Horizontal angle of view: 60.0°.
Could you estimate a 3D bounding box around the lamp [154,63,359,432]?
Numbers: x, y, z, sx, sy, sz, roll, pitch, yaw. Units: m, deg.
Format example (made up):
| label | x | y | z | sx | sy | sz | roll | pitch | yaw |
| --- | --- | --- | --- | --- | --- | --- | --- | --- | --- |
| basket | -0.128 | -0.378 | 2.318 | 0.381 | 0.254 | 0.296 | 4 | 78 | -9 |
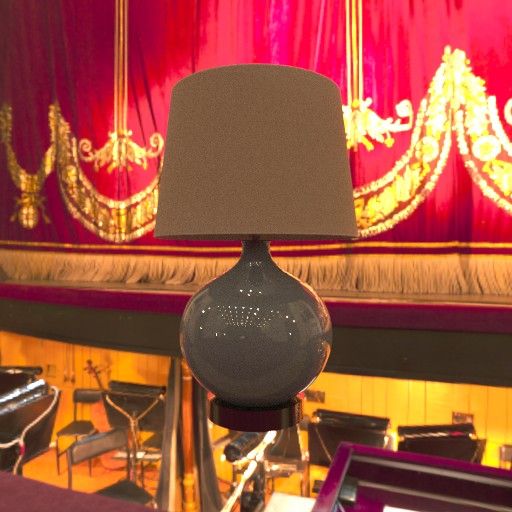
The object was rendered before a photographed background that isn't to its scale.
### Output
| label | x | y | z | sx | sy | sz | roll | pitch | yaw |
| --- | --- | --- | --- | --- | --- | --- | --- | --- | --- |
| lamp | 0.000 | 0.000 | 0.546 | 0.247 | 0.387 | 0.247 | 0 | 0 | 0 |
